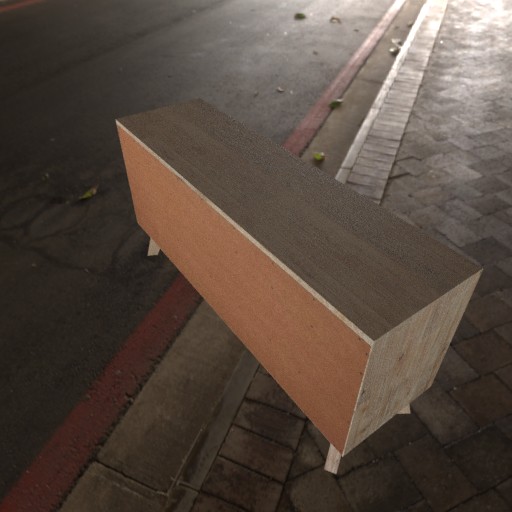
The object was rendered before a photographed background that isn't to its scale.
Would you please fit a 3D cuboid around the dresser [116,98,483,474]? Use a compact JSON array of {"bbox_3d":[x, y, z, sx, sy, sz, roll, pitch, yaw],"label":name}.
[{"bbox_3d":[0.000,0.000,1.918,0.455,0.788,1.602,-25,46,-26],"label":"dresser"}]
